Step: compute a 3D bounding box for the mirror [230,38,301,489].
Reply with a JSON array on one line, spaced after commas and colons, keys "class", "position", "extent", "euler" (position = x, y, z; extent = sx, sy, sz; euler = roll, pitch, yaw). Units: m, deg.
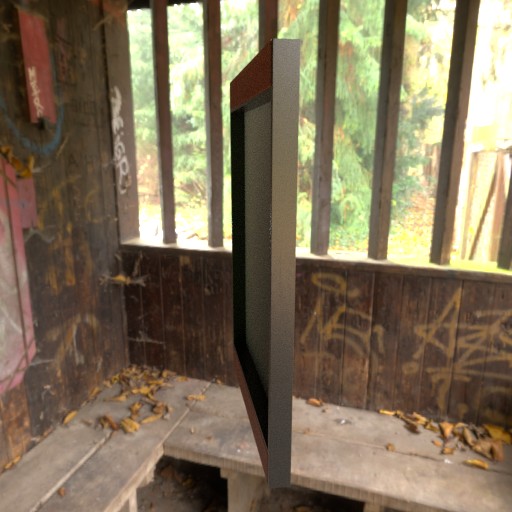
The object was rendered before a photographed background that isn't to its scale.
[{"class": "mirror", "position": [0.000, 0.000, 1.035], "extent": [0.047, 0.823, 0.525], "euler": [-3, 14, -10]}]
